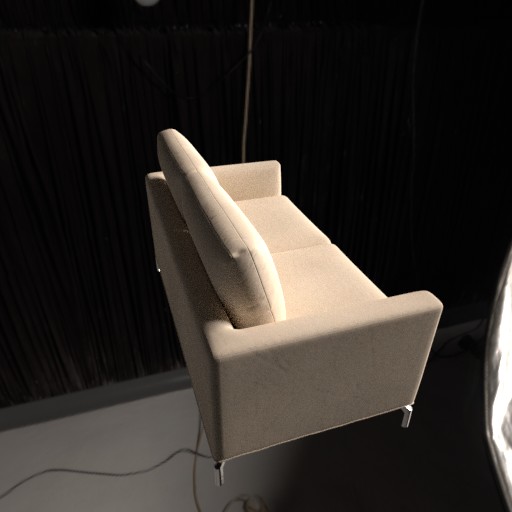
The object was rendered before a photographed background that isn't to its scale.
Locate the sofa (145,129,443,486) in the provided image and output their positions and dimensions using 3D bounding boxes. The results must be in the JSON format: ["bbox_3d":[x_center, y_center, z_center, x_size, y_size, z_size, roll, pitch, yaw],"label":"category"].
[{"bbox_3d":[0.000,0.000,2.304,0.906,0.995,1.739,-10,32,-16],"label":"sofa"}]
